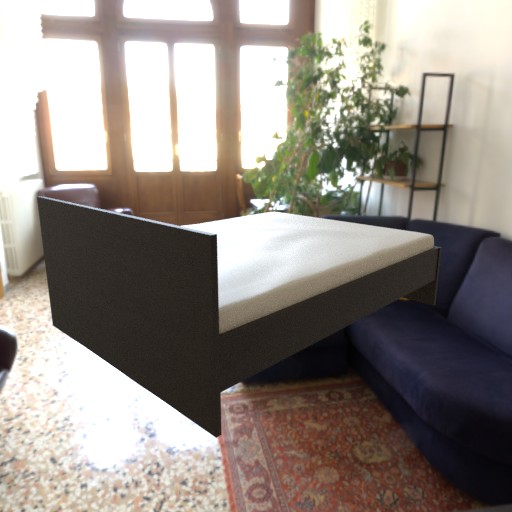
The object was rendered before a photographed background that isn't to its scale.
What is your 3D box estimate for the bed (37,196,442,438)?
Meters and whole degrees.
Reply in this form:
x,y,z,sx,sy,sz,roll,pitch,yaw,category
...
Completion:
x,y,z,sx,sy,sz,roll,pitch,yaw,category
0.000,0.000,2.899,1.585,0.823,2.073,14,20,42,bed
